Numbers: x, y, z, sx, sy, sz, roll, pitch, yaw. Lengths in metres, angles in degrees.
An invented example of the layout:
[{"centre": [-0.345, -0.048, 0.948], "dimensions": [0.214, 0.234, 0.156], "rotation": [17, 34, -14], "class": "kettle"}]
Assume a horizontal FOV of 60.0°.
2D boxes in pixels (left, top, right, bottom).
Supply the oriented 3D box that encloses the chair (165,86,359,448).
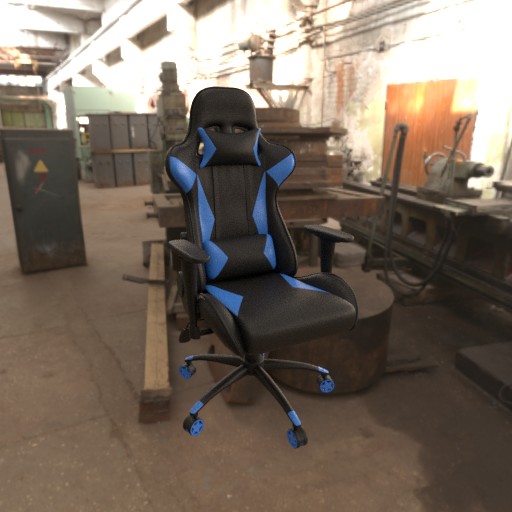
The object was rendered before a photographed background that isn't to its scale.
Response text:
[{"centre": [0.000, 0.000, 1.727], "dimensions": [0.695, 1.282, 0.730], "rotation": [-8, 17, -27], "class": "chair"}]
